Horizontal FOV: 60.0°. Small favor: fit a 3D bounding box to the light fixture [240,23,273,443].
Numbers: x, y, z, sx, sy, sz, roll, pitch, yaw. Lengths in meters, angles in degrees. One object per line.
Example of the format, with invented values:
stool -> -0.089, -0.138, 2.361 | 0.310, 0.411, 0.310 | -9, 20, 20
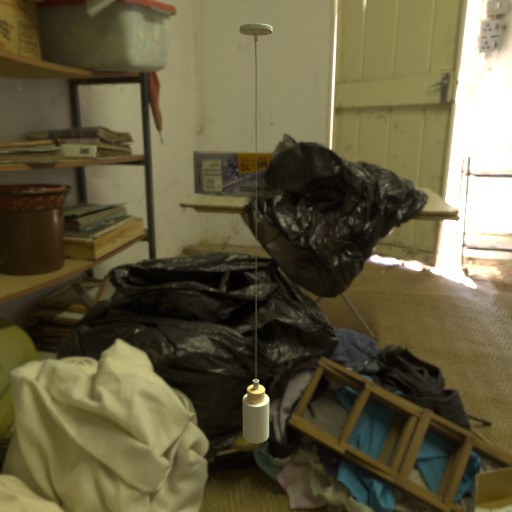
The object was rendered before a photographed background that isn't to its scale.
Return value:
light fixture -> 0.000, 0.000, 1.917 | 0.125, 1.798, 0.125 | -2, 15, -7
